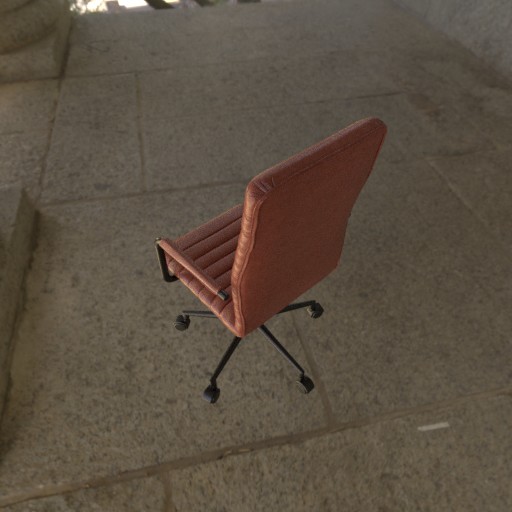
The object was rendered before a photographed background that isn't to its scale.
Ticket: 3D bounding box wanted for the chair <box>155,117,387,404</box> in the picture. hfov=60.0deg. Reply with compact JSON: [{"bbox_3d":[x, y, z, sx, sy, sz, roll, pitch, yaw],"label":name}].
[{"bbox_3d":[0.000,0.000,1.375,0.608,0.979,0.580,-33,55,-27],"label":"chair"}]
